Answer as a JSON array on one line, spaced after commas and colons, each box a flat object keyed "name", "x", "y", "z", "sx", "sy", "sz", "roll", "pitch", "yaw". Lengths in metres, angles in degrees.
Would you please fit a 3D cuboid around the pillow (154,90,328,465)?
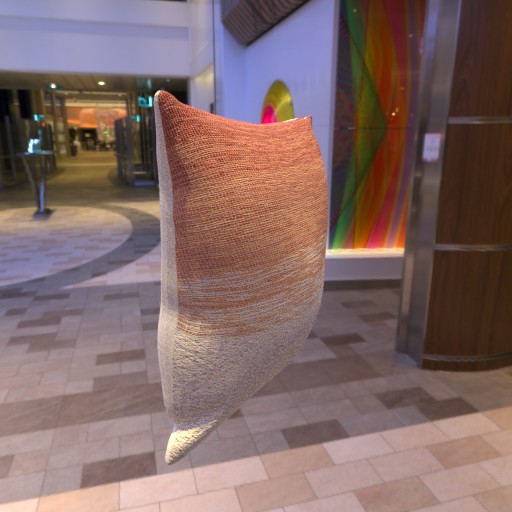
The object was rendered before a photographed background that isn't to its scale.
[{"name": "pillow", "x": 0.000, "y": 0.000, "z": 0.676, "sx": 0.182, "sy": 0.441, "sz": 0.440, "roll": 8, "pitch": 17, "yaw": 27}]
